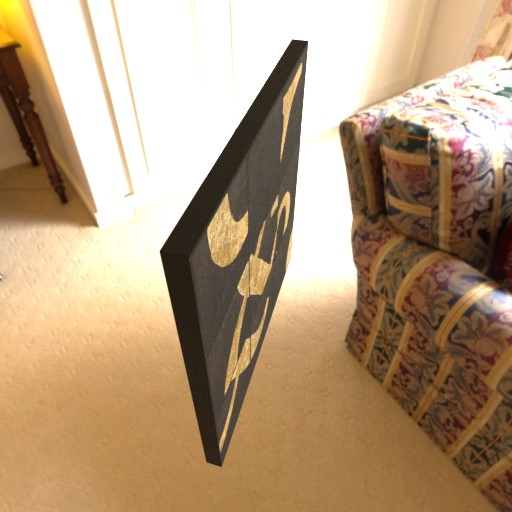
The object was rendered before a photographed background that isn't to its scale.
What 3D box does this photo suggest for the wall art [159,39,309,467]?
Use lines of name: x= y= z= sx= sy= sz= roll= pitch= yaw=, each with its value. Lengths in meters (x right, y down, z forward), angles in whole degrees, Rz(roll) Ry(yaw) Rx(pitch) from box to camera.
wall art: x=0.000 y=0.000 z=1.095 sx=0.044 sy=0.758 sz=0.758 roll=12 pitch=47 yaw=11
